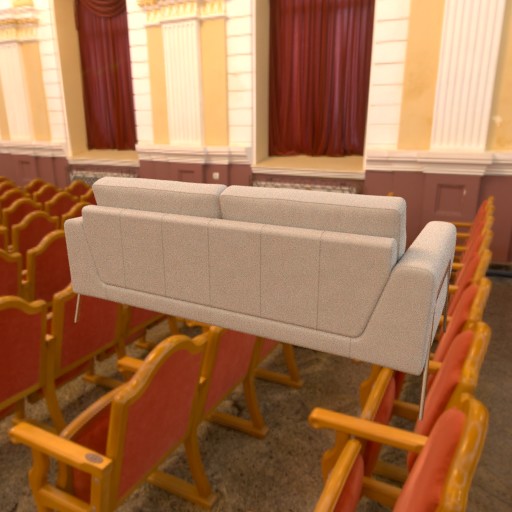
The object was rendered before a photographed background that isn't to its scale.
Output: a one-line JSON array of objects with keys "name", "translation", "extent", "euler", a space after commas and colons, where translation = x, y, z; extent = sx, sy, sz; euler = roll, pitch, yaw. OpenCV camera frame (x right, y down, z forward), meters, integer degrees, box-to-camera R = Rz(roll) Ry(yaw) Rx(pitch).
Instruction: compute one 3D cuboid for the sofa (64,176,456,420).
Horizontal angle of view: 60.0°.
[{"name": "sofa", "translation": [0.000, 0.000, 2.521], "extent": [2.017, 0.875, 0.953], "euler": [8, 18, 27]}]
